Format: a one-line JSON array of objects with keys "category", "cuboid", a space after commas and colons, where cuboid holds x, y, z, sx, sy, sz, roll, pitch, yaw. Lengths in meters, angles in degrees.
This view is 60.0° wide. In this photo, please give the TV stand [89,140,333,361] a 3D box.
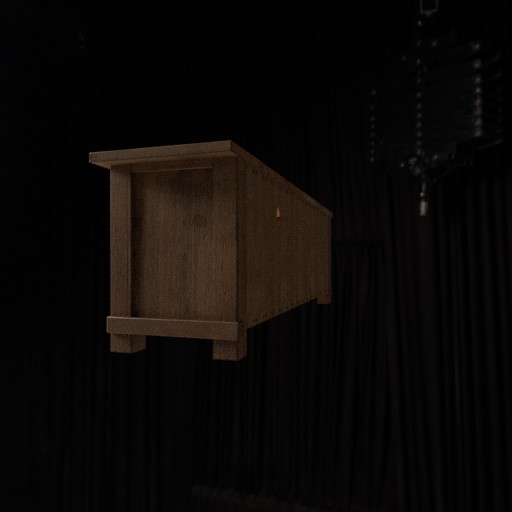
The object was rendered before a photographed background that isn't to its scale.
[{"category": "TV stand", "cuboid": [0.000, 0.000, 2.051, 0.453, 0.573, 1.804, 0, -1, 18]}]
